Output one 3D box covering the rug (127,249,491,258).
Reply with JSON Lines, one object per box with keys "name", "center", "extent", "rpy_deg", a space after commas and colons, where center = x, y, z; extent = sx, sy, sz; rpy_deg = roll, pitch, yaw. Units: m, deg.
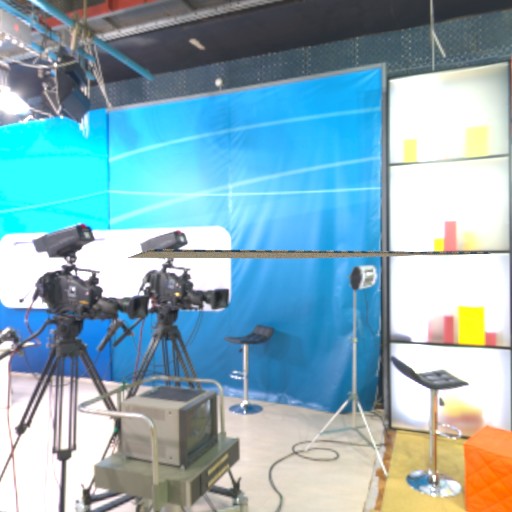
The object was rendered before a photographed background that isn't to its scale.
{"name": "rug", "center": [0.000, 0.000, 2.304], "extent": [1.225, 0.008, 1.830], "rpy_deg": [0, -1, -18]}
